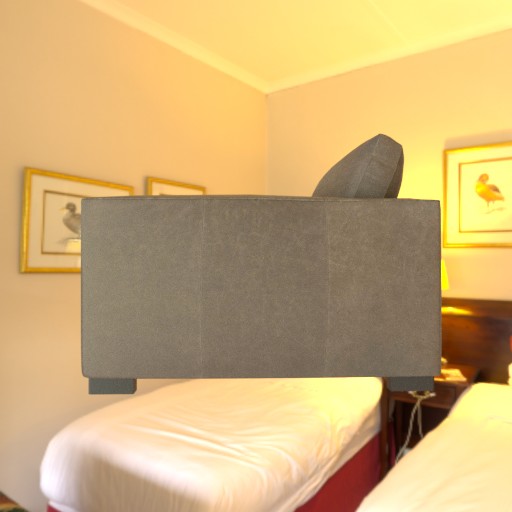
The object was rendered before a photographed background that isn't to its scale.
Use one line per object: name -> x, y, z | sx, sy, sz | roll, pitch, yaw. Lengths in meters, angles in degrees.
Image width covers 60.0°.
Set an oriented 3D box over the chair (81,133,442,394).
chair -> 0.000, 0.000, 1.806 | 1.080, 0.807, 1.106 | 0, -1, -1
